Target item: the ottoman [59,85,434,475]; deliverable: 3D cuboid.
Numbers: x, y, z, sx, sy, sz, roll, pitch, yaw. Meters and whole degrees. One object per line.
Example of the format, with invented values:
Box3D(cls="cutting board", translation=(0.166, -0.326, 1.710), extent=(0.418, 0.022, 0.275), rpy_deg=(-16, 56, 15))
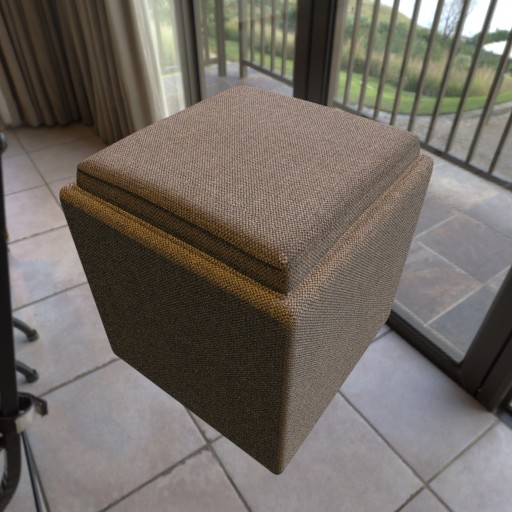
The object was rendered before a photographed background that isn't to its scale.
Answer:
Box3D(cls="ottoman", translation=(0.000, 0.000, 0.832), extent=(0.436, 0.487, 0.454), rpy_deg=(26, 48, 27))
